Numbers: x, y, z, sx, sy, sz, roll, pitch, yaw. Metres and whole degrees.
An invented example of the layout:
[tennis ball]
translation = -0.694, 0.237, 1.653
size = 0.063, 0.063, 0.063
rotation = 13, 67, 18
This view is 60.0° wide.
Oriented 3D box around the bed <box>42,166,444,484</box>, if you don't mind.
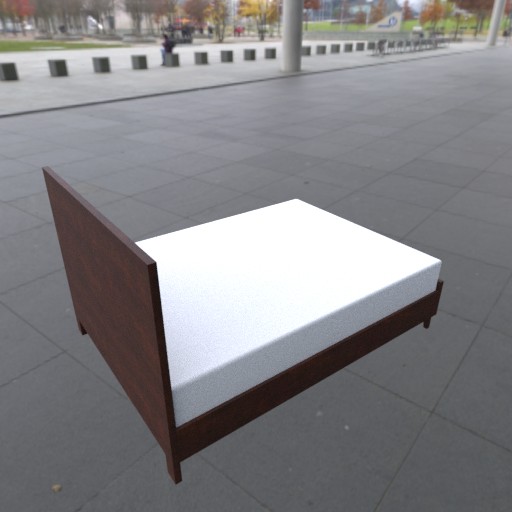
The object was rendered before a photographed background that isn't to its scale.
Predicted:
[bed]
translation = 0.000, 0.000, 3.097
size = 2.184, 1.270, 1.600
rotation = -19, 33, -32
